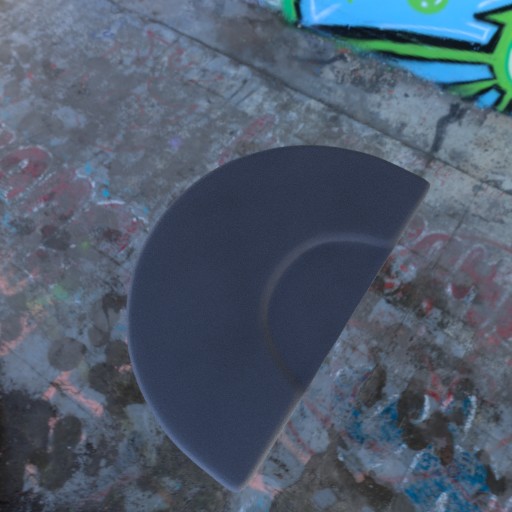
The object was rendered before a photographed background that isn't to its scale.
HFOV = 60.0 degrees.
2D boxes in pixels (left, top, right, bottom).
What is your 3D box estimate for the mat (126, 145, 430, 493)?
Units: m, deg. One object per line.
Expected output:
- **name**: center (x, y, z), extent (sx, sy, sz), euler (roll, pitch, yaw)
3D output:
- **mat**: center (0.000, 0.000, 1.845), extent (0.917, 0.016, 1.525), euler (31, 68, 15)
